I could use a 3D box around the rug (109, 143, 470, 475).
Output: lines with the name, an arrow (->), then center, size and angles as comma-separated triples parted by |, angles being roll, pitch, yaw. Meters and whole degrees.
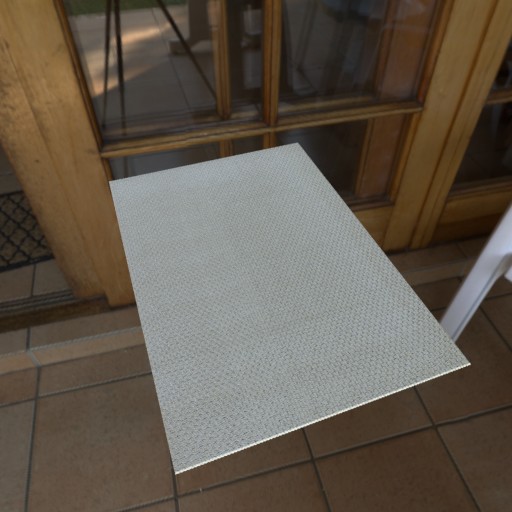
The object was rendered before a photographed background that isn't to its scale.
rug -> 0.000, 0.000, 2.739 | 1.509, 0.013, 2.144 | -15, 48, -14
